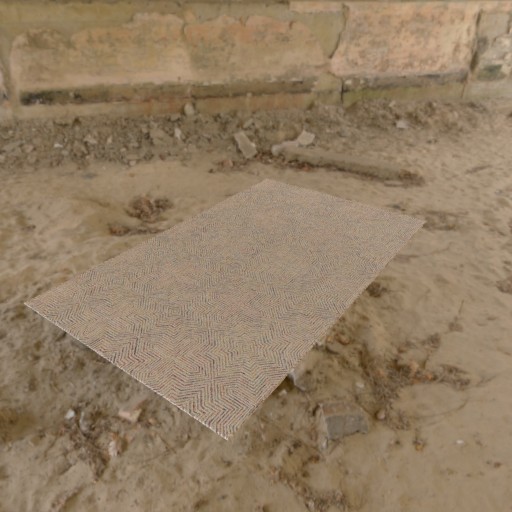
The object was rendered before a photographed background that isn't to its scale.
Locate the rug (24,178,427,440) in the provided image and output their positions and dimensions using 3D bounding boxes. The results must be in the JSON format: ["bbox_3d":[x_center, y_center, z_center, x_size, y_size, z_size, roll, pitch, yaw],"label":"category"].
[{"bbox_3d":[0.000,0.000,2.992,1.519,0.007,2.428,21,37,31],"label":"rug"}]
